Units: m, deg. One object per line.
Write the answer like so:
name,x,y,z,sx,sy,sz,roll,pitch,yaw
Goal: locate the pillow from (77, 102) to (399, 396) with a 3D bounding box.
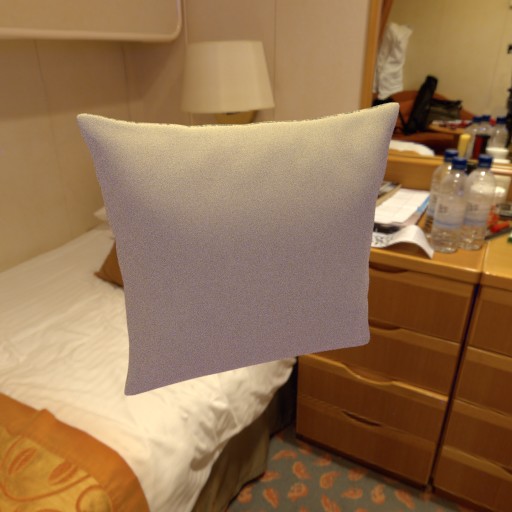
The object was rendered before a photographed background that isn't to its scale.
pillow,0.000,0.000,0.795,0.523,0.510,0.166,-8,26,-16
